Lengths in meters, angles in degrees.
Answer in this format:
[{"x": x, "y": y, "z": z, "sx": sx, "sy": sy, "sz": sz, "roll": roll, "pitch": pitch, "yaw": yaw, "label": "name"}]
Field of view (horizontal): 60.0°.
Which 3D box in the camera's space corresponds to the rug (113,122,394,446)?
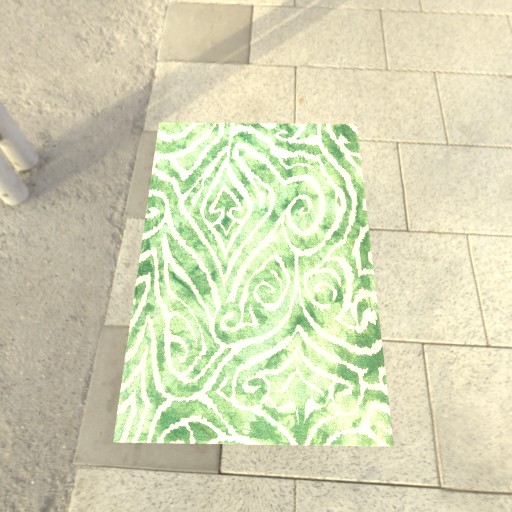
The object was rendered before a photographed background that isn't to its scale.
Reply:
[{"x": 0.000, "y": 0.000, "z": 2.332, "sx": 1.220, "sy": 0.006, "sz": 1.826, "roll": 1, "pitch": 64, "yaw": 0, "label": "rug"}]
